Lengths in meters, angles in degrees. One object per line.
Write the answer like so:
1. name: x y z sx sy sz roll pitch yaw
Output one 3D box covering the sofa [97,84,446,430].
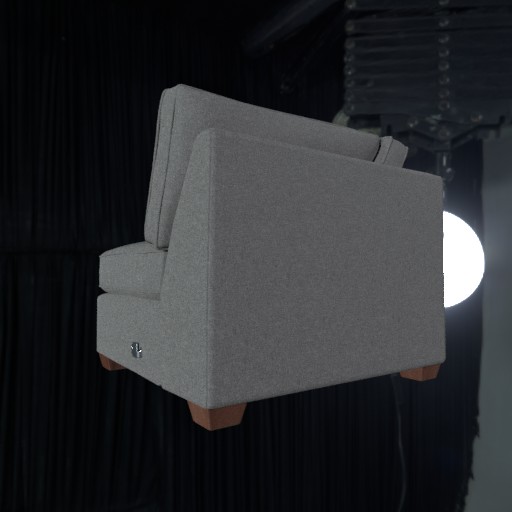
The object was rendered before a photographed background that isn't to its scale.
1. sofa: 0.000 0.000 1.919 1.146 1.002 1.084 1 -3 -35
